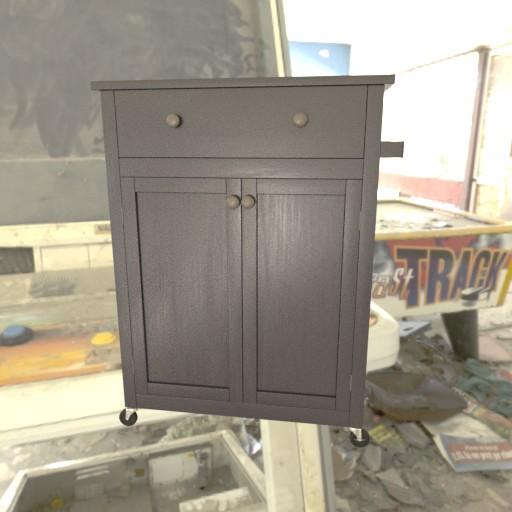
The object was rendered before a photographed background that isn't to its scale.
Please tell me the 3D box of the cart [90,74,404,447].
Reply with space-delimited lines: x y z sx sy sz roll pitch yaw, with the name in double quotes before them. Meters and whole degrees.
"cart" 0.000 0.000 1.245 0.690 0.878 0.449 2 14 8
